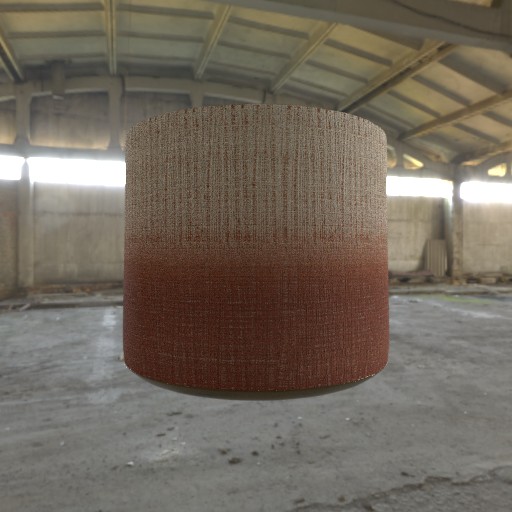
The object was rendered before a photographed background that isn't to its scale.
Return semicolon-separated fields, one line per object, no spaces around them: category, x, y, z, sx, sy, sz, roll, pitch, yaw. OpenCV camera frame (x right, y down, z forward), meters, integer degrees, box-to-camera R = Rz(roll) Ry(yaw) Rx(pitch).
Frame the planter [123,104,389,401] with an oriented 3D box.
planter;0.000;0.000;0.441;0.254;0.221;0.254;0;0;0
